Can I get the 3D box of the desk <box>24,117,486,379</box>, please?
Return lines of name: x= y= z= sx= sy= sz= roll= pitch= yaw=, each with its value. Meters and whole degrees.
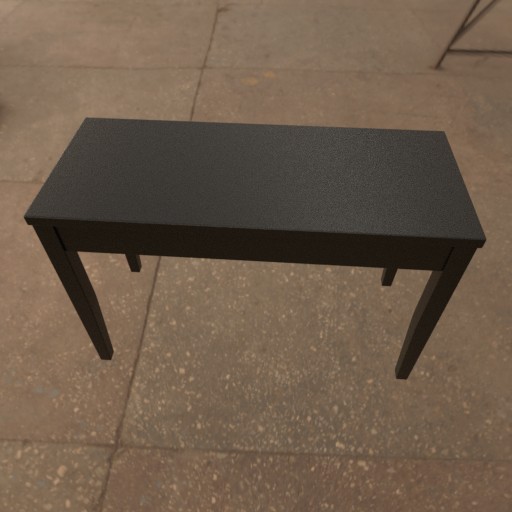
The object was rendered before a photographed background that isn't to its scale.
desk: x=0.000 y=0.000 z=1.616 sx=1.220 sy=0.775 sz=0.508 roll=3 pitch=48 yaw=3
